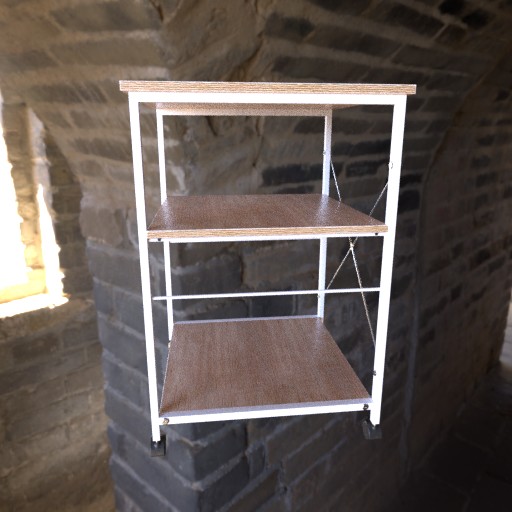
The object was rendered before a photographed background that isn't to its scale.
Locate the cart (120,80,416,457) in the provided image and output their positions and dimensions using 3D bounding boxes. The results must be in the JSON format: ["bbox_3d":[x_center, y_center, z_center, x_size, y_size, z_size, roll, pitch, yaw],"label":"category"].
[{"bbox_3d":[0.000,0.000,1.117,0.520,0.762,0.521,-2,15,-6],"label":"cart"}]
